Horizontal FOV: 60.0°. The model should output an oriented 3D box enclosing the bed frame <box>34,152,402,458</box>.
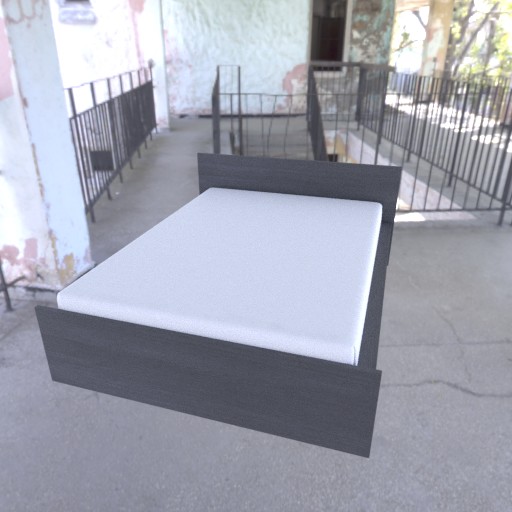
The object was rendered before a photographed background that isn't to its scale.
[{"bbox_3d":[0.000,0.000,2.780,1.622,0.800,1.960,8,26,16],"label":"bed frame"}]
